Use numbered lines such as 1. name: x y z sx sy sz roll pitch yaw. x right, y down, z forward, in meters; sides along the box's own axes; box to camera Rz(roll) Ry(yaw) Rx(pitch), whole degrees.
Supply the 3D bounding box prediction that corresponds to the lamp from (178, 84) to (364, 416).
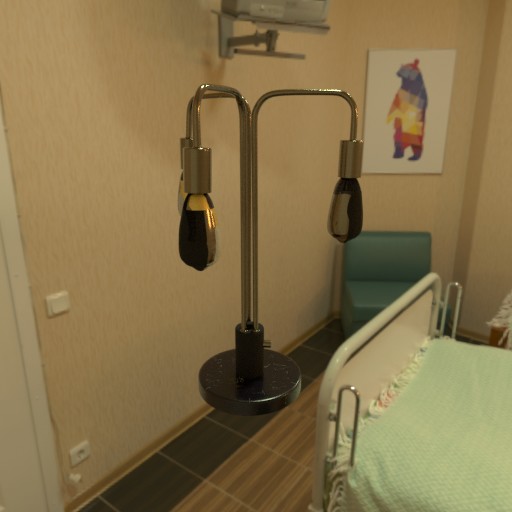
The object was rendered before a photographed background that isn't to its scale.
1. lamp: 0.000 0.000 0.791 0.368 0.560 0.355 2 17 7
